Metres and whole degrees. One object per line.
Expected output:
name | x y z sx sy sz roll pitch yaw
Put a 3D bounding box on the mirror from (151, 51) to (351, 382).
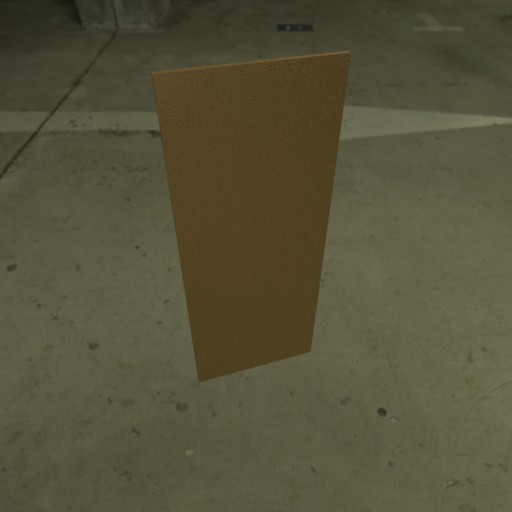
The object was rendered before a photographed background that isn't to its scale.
mirror | 0.000 0.000 2.409 0.812 2.031 0.025 -12 43 -13
